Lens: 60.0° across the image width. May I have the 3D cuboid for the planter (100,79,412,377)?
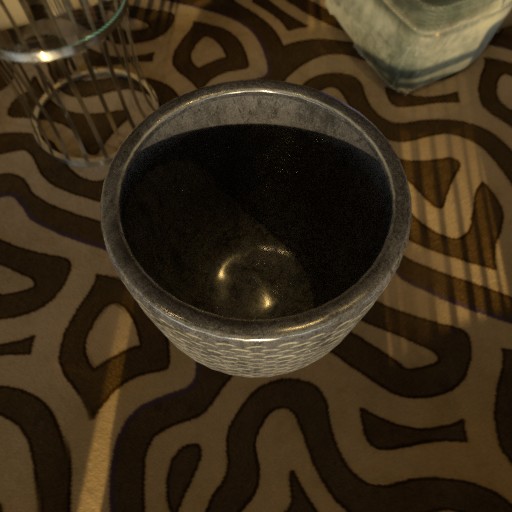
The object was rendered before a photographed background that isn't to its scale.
[{"bbox_3d":[0.000,0.000,0.362,0.197,0.191,0.197,0,63,0],"label":"planter"}]
